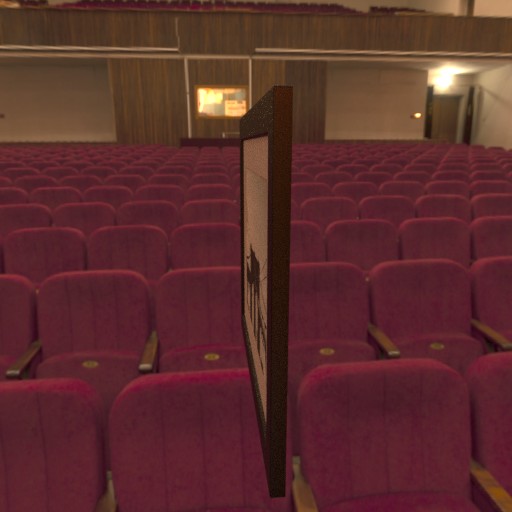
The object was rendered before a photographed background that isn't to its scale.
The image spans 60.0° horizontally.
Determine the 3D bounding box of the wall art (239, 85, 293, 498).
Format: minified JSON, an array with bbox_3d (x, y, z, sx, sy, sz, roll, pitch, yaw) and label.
[{"bbox_3d":[0.000,0.000,0.711,0.018,0.450,0.521,-1,14,-5],"label":"wall art"}]
